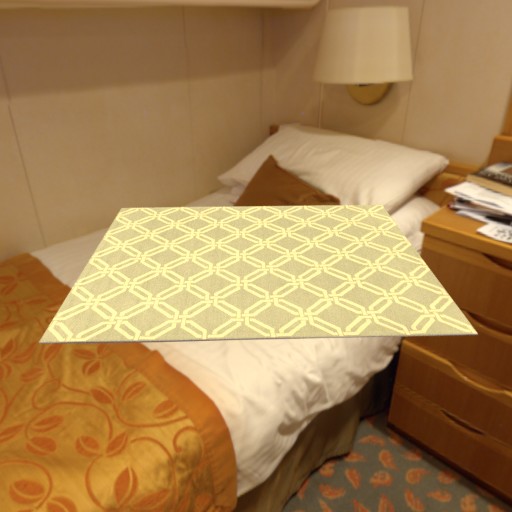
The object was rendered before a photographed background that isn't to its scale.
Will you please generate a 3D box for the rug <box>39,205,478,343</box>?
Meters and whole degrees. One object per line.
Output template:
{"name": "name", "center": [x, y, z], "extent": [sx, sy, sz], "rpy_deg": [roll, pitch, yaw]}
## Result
{"name": "rug", "center": [0.000, 0.000, 3.919], "extent": [2.895, 0.018, 2.288], "rpy_deg": [-1, 29, -2]}
